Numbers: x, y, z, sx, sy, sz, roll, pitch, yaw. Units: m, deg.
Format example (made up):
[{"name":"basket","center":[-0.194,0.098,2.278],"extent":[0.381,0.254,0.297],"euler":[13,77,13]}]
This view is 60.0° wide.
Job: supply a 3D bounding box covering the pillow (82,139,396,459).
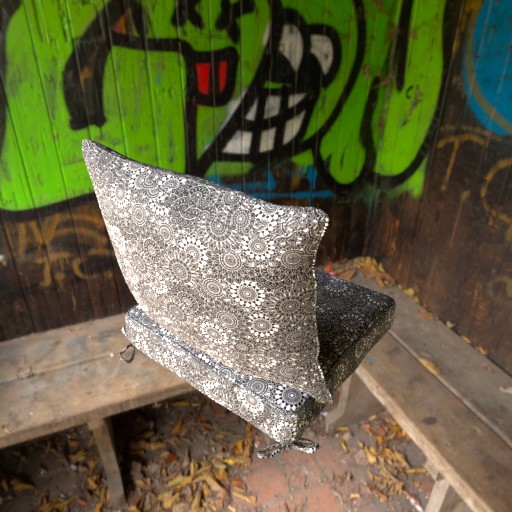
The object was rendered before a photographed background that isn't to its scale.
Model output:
[{"name":"pillow","center":[0.000,0.000,1.362],"extent":[0.798,0.722,0.740],"euler":[22,36,33]}]
